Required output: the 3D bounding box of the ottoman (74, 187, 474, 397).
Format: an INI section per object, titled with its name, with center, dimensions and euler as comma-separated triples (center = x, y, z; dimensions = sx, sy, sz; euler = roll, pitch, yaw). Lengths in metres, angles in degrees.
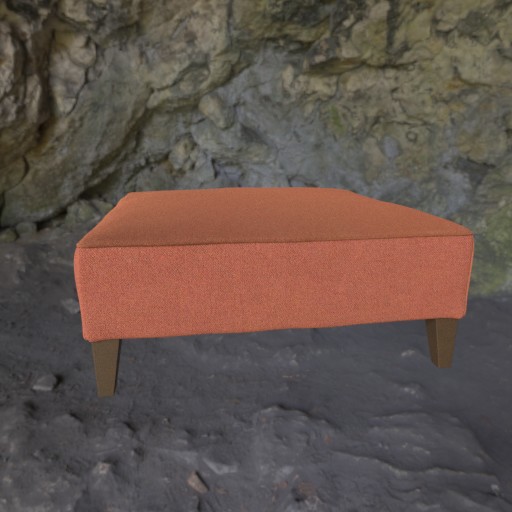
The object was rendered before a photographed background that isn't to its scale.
[ottoman]
center = 0.000, 0.000, 1.559
dimensions = 0.999, 0.438, 0.997
euler = -2, 15, -9
